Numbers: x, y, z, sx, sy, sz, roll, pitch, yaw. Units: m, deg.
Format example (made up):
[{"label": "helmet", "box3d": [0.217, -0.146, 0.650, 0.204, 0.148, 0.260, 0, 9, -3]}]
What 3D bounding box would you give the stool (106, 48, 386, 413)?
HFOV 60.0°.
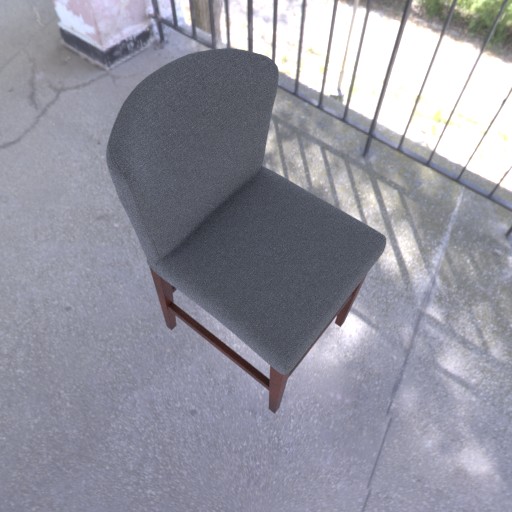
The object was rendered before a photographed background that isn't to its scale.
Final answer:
[{"label": "stool", "box3d": [0.000, 0.000, 1.273, 0.568, 0.968, 0.479, 34, 64, 20]}]
